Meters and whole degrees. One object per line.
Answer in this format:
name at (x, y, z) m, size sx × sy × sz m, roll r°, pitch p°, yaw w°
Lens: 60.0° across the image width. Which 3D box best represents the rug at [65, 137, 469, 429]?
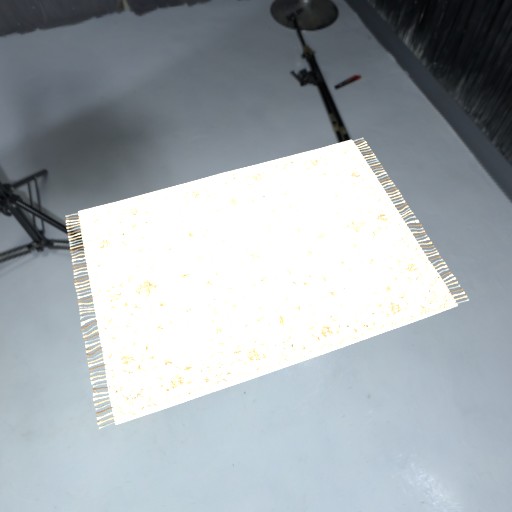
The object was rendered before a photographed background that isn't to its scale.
rug at (0.000, 0.000, 2.353) m, size 1.861 × 0.017 × 1.218 m, roll -17°, pitch 60°, yaw -10°
